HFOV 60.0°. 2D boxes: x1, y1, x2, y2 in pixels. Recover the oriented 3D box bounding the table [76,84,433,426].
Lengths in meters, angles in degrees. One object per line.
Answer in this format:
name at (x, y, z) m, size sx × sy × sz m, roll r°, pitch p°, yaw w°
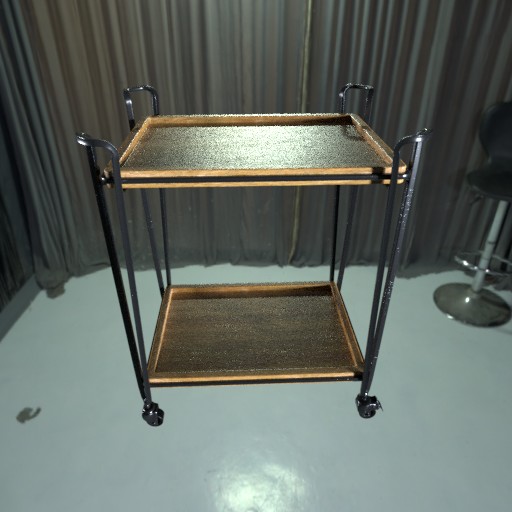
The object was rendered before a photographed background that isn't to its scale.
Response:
table at (0.000, 0.000, 1.191) m, size 0.672 × 0.785 × 0.505 m, roll -1°, pitch 31°, yaw -2°
